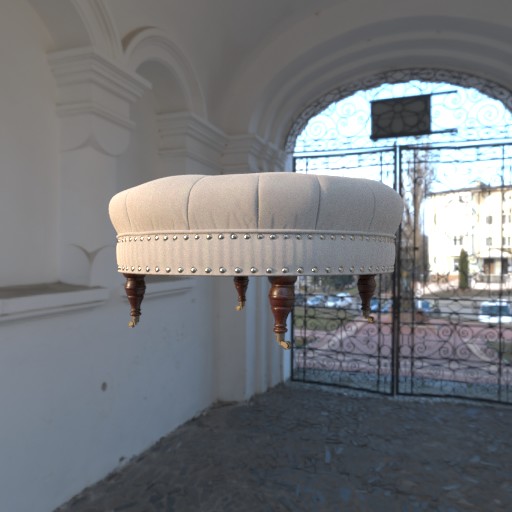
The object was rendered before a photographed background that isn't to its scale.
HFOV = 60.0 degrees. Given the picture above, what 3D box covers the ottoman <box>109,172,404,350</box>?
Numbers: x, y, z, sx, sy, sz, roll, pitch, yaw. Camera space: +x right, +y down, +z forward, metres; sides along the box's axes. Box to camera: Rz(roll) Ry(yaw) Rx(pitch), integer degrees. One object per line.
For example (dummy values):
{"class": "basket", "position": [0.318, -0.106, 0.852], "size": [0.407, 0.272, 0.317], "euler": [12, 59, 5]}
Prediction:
{"class": "ottoman", "position": [0.000, 0.000, 1.421], "size": [0.901, 0.439, 0.901], "euler": [0, 0, 0]}
